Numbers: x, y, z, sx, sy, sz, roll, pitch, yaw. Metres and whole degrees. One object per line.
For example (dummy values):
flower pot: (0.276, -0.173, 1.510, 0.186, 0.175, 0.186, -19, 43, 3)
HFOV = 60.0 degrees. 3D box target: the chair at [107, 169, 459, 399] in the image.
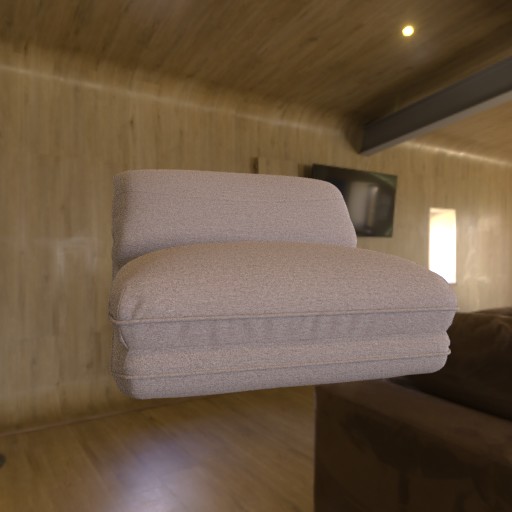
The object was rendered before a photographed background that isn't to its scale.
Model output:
chair: (0.000, 0.000, 1.298, 0.820, 0.580, 0.780, 0, 0, -17)
